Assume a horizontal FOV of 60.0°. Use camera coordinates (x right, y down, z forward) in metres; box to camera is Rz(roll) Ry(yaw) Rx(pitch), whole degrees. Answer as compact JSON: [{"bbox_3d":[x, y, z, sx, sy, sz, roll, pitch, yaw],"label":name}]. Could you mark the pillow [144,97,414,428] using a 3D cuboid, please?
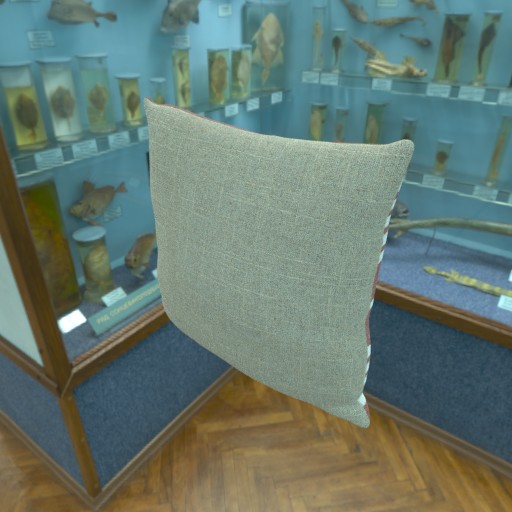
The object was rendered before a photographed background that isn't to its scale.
[{"bbox_3d":[0.000,0.000,0.673,0.439,0.427,0.182,22,37,32],"label":"pillow"}]
